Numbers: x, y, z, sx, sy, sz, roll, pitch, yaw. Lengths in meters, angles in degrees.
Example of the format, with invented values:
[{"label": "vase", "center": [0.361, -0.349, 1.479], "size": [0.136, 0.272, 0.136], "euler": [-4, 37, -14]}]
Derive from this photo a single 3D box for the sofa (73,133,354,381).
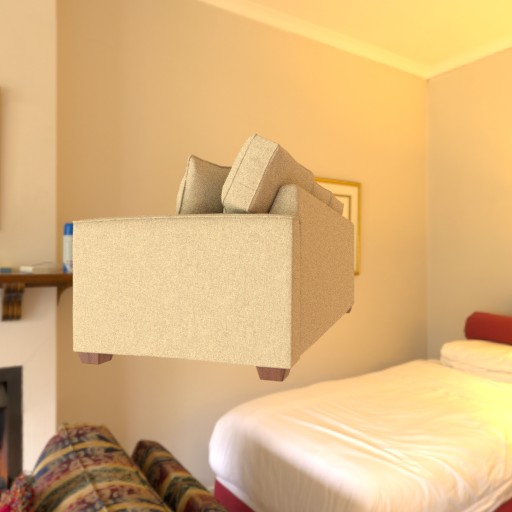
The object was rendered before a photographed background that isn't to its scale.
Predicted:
[{"label": "sofa", "center": [0.000, 0.000, 2.895], "size": [1.061, 0.962, 2.317], "euler": [0, 0, 18]}]
